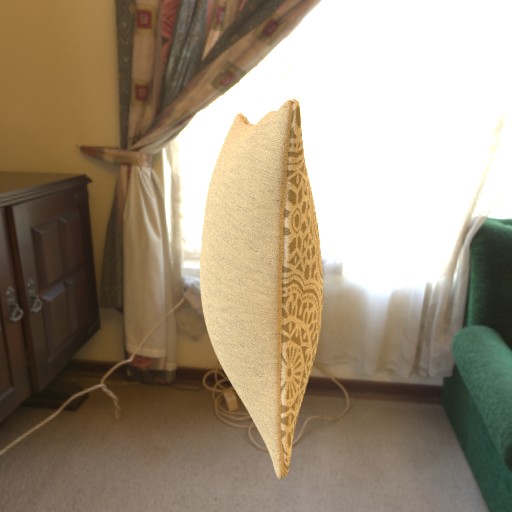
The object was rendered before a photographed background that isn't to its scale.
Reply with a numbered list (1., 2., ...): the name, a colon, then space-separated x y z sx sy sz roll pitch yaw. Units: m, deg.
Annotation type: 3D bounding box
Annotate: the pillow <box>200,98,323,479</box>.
1. pillow: 0.000 0.000 0.658 0.167 0.421 0.438 -3 17 -8
